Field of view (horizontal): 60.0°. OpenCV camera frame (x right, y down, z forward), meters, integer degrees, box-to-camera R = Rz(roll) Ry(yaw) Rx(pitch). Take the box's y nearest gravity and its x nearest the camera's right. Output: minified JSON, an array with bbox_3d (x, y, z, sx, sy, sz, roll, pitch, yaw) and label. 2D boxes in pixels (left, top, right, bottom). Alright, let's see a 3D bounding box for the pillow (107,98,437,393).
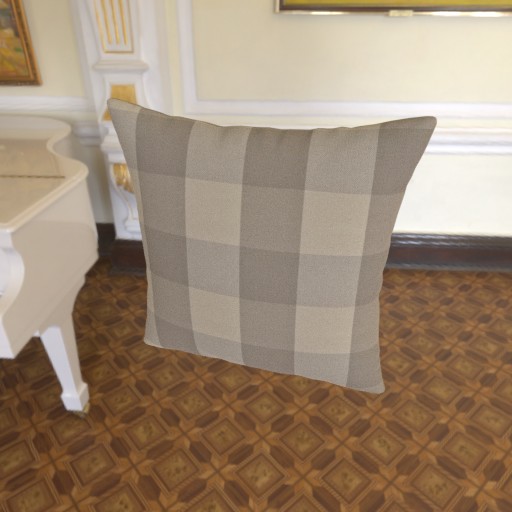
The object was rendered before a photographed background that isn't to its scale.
[{"bbox_3d":[0.000,0.000,0.783,0.511,0.509,0.161,8,30,15],"label":"pillow"}]
